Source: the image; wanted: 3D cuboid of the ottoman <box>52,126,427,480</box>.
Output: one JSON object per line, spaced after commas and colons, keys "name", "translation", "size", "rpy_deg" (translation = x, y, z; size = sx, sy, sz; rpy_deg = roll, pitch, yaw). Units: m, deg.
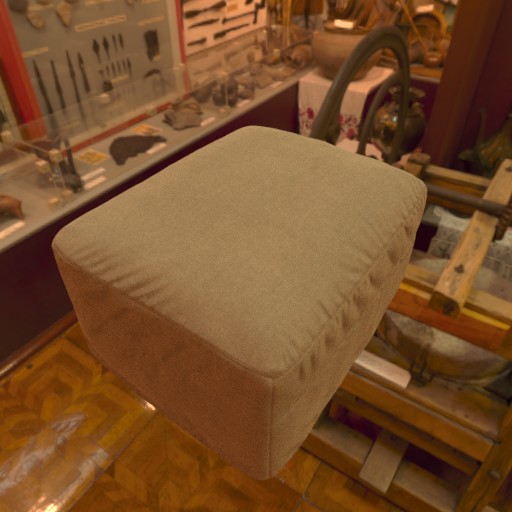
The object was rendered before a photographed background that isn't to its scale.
{"name": "ottoman", "translation": [0.000, 0.000, 1.233], "size": [0.683, 0.481, 0.837], "rpy_deg": [25, 46, 26]}
